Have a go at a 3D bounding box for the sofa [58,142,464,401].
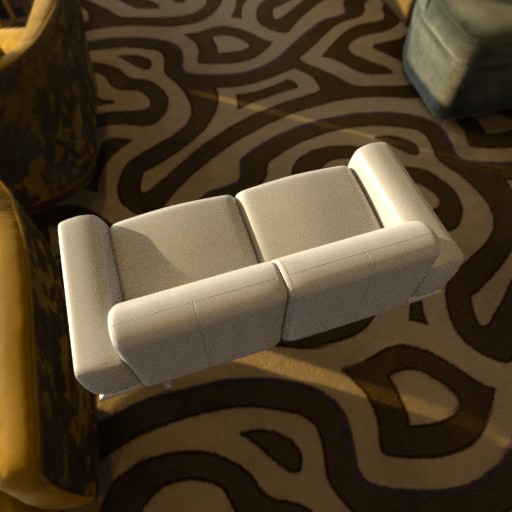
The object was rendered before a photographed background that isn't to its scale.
[{"bbox_3d":[0.000,0.000,2.361,1.901,0.772,0.900,-16,60,-9],"label":"sofa"}]
